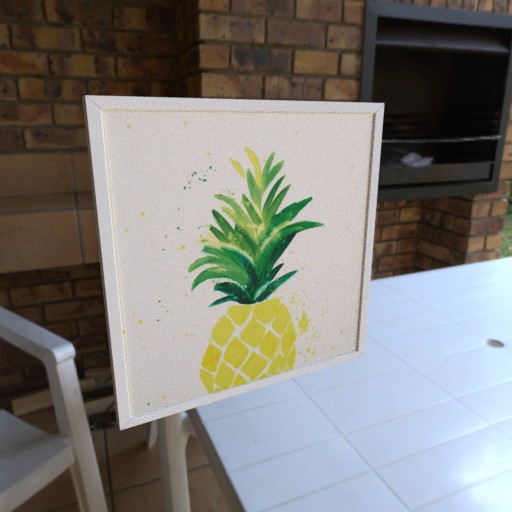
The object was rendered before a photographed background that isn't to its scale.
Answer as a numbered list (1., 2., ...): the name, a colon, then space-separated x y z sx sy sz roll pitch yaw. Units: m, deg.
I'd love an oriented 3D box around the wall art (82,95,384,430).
1. wall art: 0.000 0.000 1.147 0.763 0.761 0.038 -9 19 -27
